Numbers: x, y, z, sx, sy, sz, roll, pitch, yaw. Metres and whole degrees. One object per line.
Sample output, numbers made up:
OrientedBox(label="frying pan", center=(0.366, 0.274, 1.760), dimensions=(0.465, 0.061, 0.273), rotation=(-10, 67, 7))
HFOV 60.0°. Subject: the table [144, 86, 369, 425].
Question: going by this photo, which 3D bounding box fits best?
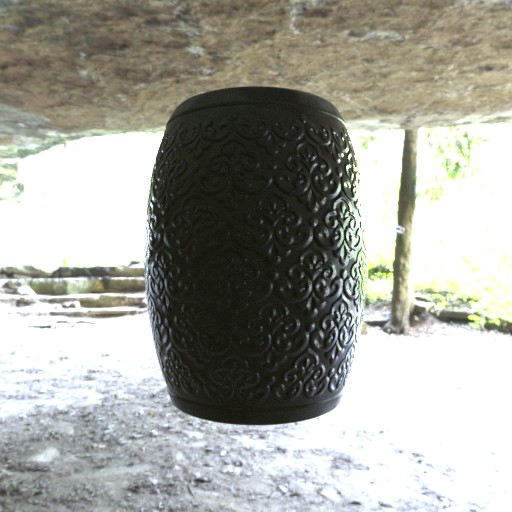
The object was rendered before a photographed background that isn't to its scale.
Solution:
OrientedBox(label="table", center=(0.000, 0.000, 0.627), dimensions=(0.309, 0.397, 0.309), rotation=(0, -1, 0))
